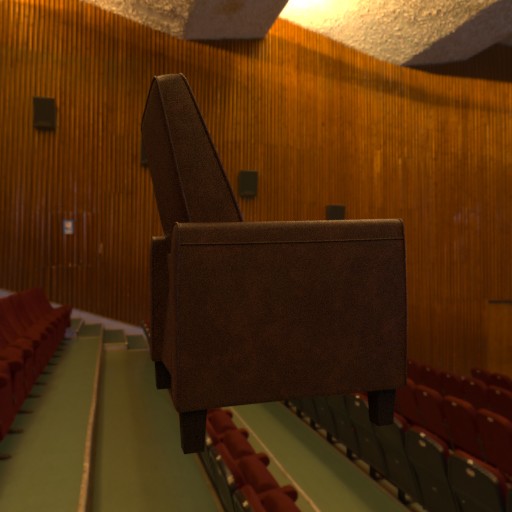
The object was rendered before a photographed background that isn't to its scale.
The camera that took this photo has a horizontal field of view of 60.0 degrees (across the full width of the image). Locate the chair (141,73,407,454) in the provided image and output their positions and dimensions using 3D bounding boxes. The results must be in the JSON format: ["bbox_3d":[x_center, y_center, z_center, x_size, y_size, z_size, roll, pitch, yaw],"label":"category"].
[{"bbox_3d":[0.000,0.000,1.531,0.746,1.013,0.705,0,-1,-19],"label":"chair"}]
